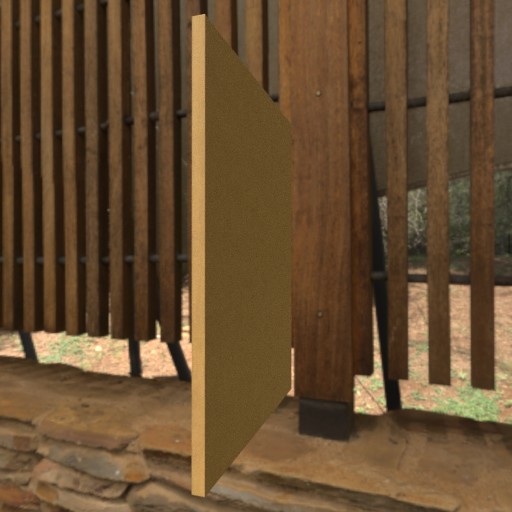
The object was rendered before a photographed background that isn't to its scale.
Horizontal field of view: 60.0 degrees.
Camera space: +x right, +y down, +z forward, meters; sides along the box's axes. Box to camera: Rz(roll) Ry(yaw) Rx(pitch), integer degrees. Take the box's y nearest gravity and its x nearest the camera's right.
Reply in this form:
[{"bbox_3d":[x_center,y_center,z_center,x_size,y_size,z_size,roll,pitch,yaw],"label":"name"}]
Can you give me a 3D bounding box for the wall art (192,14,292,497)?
[{"bbox_3d":[0.000,0.000,1.304,0.030,1.002,0.798,0,0,18],"label":"wall art"}]
